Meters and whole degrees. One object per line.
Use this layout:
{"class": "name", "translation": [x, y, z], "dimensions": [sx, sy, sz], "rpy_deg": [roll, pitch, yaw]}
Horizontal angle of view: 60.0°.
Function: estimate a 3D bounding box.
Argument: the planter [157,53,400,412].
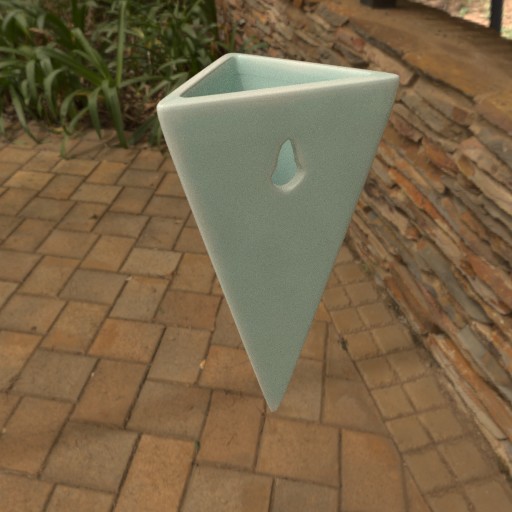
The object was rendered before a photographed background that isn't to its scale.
{"class": "planter", "translation": [0.000, 0.000, 0.213], "dimensions": [0.080, 0.178, 0.064], "rpy_deg": [-13, 41, -15]}
